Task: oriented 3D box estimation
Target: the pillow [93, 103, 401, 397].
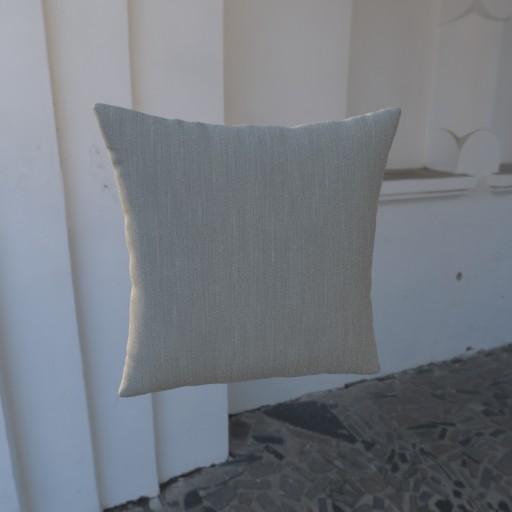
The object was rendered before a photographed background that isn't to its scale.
[{"bbox_3d":[0.000,0.000,0.788,0.511,0.509,0.161,-3,15,-10],"label":"pillow"}]
